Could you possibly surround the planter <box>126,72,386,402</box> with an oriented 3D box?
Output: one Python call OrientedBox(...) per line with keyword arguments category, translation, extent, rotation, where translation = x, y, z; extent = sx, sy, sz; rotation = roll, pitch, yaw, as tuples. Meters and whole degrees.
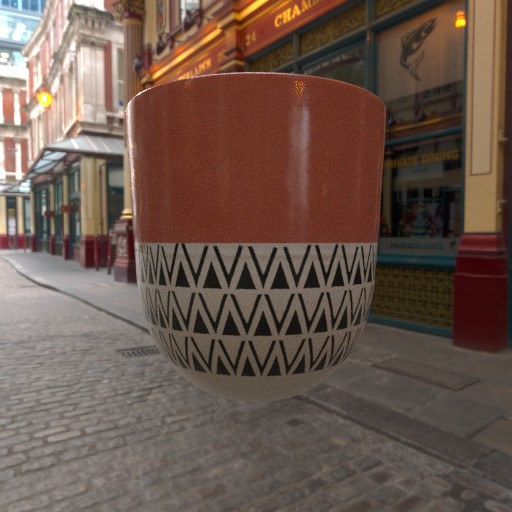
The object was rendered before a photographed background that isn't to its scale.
OrientedBox(category="planter", translation=(0.000, 0.000, 0.350), extent=(0.195, 0.214, 0.195), rotation=(0, 2, 0))
